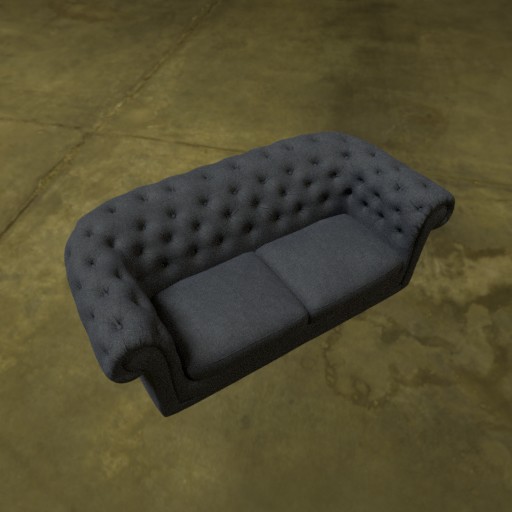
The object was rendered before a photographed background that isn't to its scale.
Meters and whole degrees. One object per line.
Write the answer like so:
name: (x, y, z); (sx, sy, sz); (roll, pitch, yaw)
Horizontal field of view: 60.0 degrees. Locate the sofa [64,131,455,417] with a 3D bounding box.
sofa: (0.000, 0.000, 2.578); (1.988, 0.833, 1.082); (-24, 50, -22)
